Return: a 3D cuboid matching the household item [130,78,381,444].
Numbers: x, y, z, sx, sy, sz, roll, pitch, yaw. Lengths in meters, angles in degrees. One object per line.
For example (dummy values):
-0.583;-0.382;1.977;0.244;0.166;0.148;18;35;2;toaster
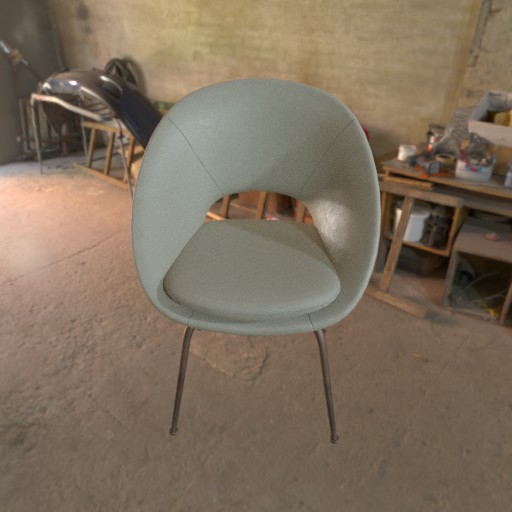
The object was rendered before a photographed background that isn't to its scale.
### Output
0.000;0.000;1.244;0.623;0.852;0.573;2;31;3;household item
